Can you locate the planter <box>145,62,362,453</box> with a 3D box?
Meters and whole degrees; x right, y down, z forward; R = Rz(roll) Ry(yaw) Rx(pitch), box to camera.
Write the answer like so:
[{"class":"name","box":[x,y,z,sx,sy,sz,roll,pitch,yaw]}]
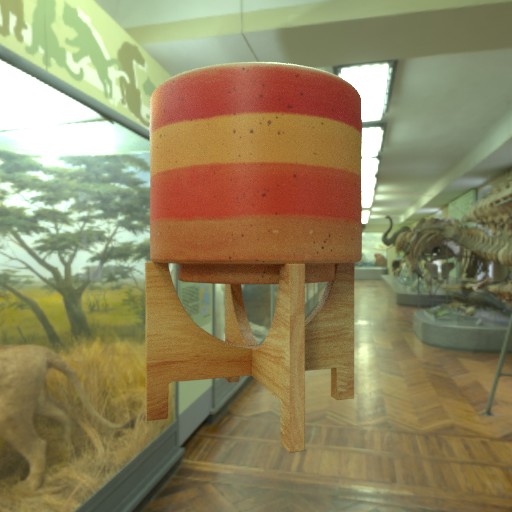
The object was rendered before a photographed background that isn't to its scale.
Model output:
[{"class":"planter","box":[0.000,0.000,0.555,0.269,0.379,0.269,0,0,0]}]
